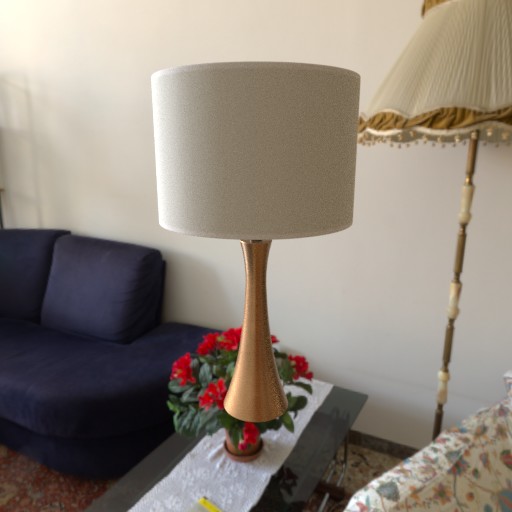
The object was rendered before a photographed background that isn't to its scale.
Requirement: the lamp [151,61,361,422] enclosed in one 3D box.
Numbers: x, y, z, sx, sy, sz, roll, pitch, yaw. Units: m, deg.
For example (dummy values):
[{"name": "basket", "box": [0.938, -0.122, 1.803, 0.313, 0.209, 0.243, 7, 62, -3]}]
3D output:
[{"name": "lamp", "box": [0.000, 0.000, 0.641, 0.268, 0.479, 0.268, -2, 15, -8]}]
